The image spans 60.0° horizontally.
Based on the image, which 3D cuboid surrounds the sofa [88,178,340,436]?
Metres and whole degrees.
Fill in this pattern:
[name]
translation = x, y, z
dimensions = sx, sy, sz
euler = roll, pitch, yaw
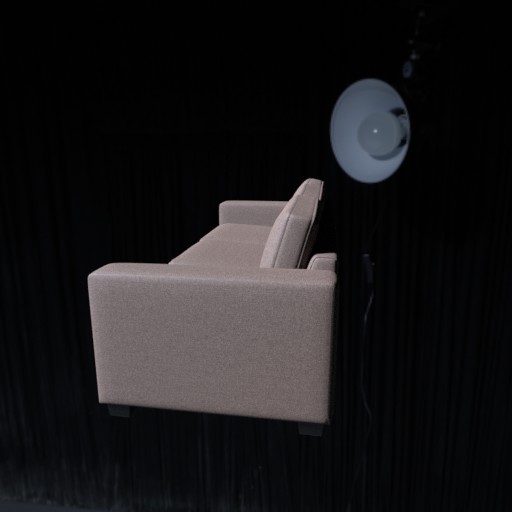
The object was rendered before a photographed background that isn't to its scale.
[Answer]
[sofa]
translation = 0.000, 0.000, 2.578
dimensions = 0.900, 0.806, 2.160
euler = 2, 14, 9
